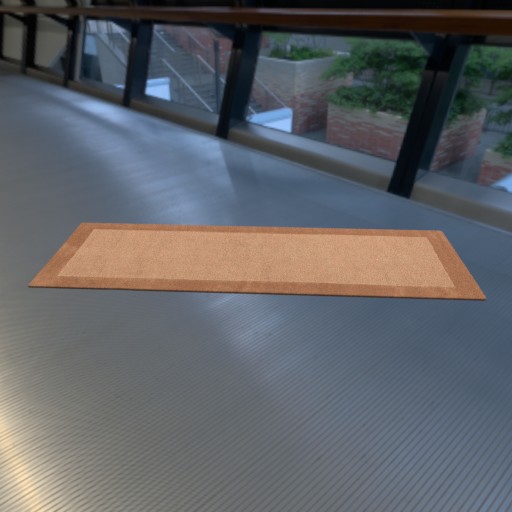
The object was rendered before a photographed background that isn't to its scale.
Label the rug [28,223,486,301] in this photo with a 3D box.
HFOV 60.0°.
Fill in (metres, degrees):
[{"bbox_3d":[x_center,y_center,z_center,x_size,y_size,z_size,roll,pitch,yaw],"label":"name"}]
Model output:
[{"bbox_3d":[0.000,0.000,2.675,2.439,0.017,0.764,1,31,2],"label":"rug"}]
